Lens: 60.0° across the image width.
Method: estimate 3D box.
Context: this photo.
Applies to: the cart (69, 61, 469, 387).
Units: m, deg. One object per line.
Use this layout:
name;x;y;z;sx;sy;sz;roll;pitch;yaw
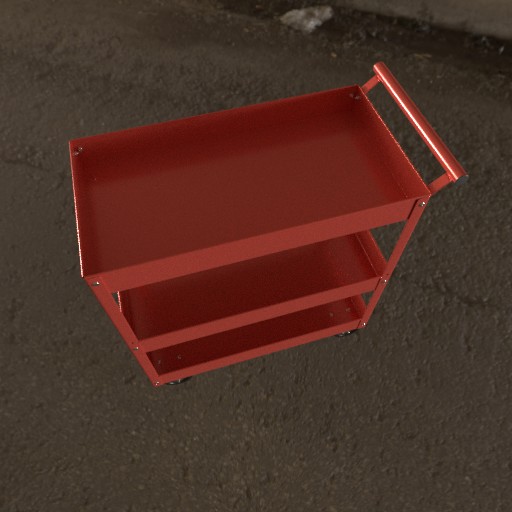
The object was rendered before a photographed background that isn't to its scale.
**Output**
cart;0.000;0.000;1.182;0.719;0.780;0.366;-14;58;-9
